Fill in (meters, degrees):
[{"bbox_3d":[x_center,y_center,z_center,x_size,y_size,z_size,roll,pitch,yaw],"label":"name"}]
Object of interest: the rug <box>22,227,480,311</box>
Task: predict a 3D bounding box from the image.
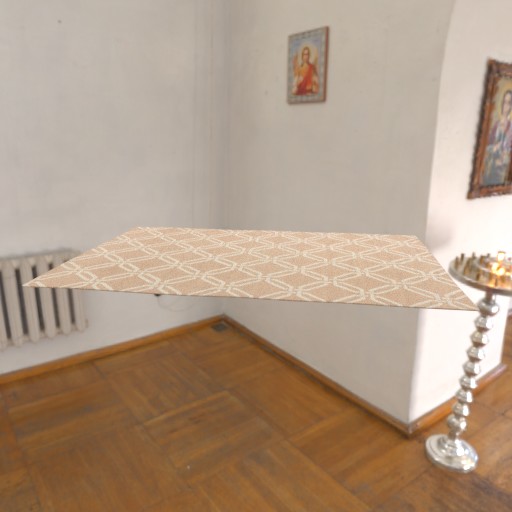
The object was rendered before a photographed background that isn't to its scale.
[{"bbox_3d":[0.000,0.000,2.190,1.745,0.010,1.146,2,16,8],"label":"rug"}]
